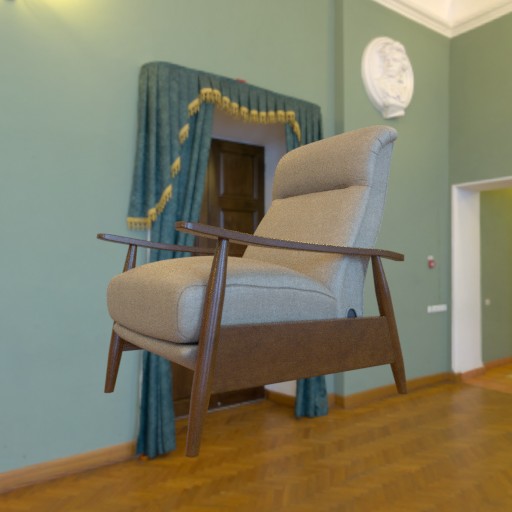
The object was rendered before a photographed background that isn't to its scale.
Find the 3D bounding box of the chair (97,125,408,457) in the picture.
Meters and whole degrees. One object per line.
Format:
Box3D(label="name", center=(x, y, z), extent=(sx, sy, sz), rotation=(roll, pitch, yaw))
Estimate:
Box3D(label="chair", center=(0.000, 0.000, 1.764), extent=(1.030, 1.082, 0.762), rotation=(0, 0, -36))
